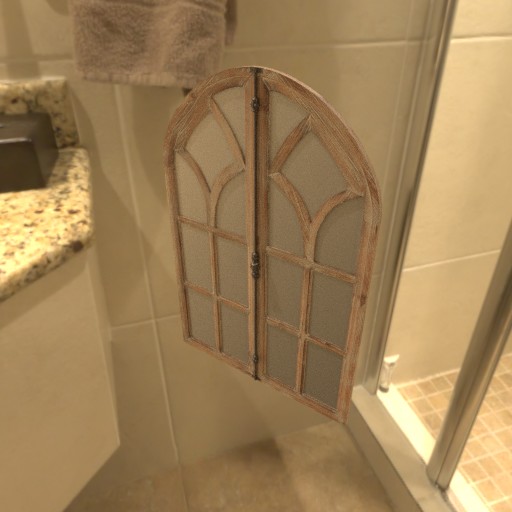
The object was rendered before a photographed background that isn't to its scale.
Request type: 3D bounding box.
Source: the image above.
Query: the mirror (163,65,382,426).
[{"bbox_3d":[0.000,0.000,1.153,0.609,0.915,0.032,20,37,29],"label":"mirror"}]
